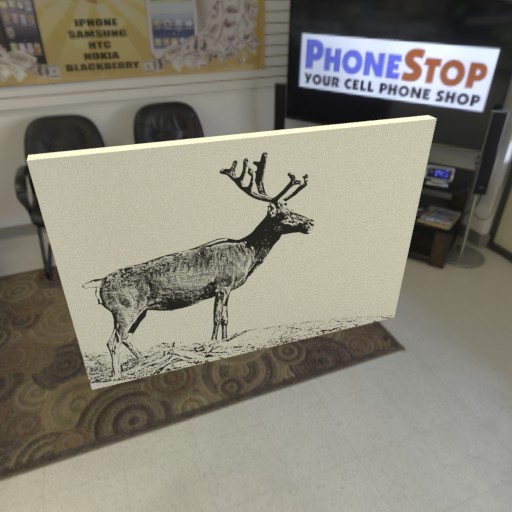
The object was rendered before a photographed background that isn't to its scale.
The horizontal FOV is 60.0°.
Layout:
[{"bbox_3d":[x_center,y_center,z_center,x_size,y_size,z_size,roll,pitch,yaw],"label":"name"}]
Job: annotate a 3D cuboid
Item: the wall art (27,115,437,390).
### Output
[{"bbox_3d":[0.000,0.000,1.118,0.906,0.617,0.033,-10,33,-16],"label":"wall art"}]
